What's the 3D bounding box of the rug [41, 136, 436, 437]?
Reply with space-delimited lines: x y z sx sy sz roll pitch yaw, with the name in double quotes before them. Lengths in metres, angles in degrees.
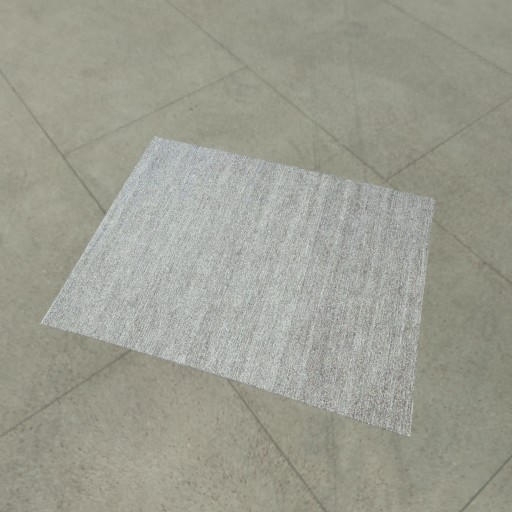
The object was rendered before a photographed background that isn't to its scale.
"rug" 0.000 0.000 4.231 3.202 0.045 2.434 15 59 9
